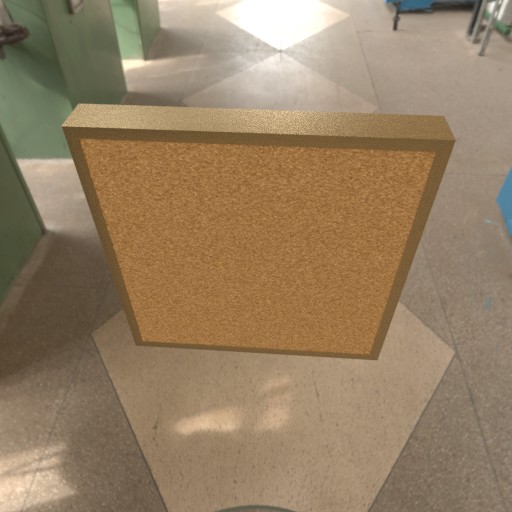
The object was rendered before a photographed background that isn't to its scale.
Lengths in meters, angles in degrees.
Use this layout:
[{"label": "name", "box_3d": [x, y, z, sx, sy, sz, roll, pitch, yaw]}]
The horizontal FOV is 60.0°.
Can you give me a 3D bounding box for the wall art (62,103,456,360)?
[{"label": "wall art", "box_3d": [0.000, 0.000, 0.462, 0.304, 0.305, 0.038, 3, 45, 3]}]
